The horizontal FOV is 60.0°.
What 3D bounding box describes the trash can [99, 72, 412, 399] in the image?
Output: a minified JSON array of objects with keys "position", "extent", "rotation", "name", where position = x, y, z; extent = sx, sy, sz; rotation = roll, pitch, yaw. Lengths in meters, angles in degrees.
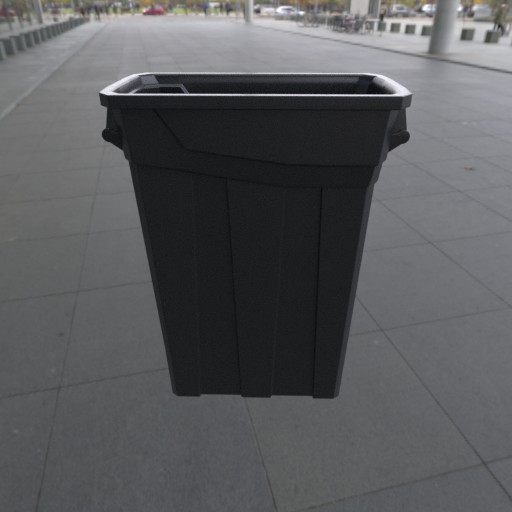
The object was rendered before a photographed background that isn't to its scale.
[{"position":[0.000,0.000,1.035],"extent":[0.559,0.762,0.281],"rotation":[1,30,1],"name":"trash can"}]
